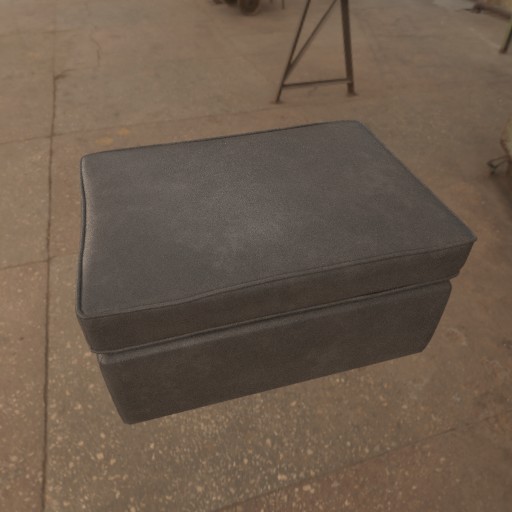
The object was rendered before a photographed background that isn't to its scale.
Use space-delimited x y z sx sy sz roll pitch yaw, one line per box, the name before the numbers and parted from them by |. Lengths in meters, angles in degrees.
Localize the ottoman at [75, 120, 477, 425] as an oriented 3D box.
ottoman | 0.000 0.000 1.089 0.756 0.445 0.554 -11 43 -11
